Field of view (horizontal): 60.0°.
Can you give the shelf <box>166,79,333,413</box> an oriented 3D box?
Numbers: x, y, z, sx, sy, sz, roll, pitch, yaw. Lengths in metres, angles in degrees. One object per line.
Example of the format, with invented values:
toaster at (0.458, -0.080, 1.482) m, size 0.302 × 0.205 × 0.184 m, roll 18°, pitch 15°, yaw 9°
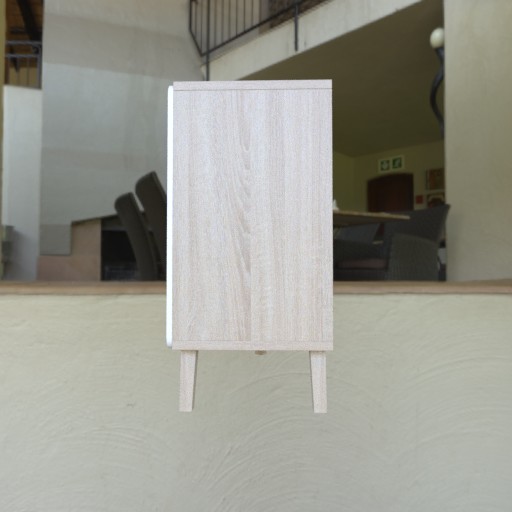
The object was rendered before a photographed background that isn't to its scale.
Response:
shelf at (0.000, 0.000, 1.773) m, size 0.400 × 0.780 × 1.490 m, roll 0°, pitch -2°, yaw 2°
